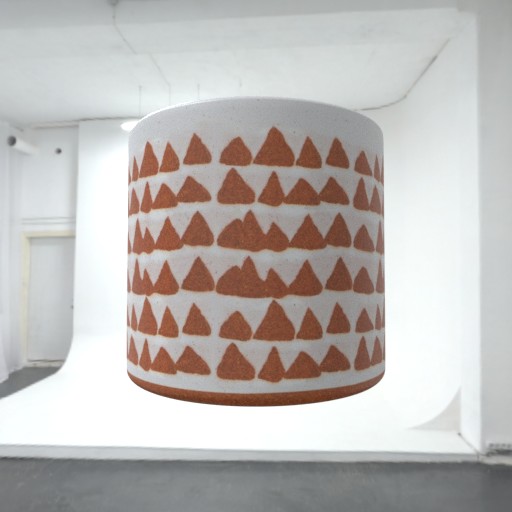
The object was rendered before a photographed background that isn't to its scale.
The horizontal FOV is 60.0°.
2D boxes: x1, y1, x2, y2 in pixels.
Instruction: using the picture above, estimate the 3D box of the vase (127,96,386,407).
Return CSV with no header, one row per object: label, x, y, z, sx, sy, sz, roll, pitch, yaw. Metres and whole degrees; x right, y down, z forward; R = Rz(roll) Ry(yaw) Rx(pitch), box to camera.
vase,0.000,0.000,0.246,0.137,0.127,0.137,0,-2,0
